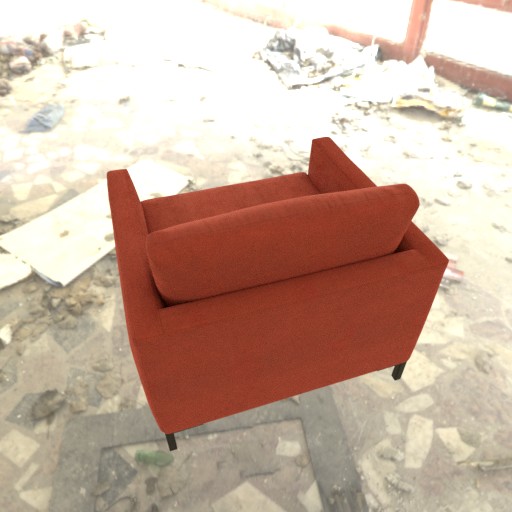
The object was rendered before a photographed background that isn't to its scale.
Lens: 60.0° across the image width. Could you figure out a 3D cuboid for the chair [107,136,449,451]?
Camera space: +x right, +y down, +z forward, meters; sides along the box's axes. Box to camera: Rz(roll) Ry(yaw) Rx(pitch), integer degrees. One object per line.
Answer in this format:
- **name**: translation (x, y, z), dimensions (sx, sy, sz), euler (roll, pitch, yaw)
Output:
- **chair**: translation (0.000, 0.000, 1.648), dimensions (0.964, 0.812, 0.875), euler (-12, 43, -14)
